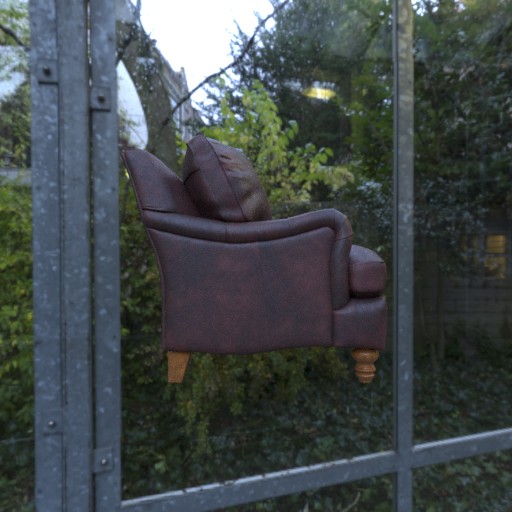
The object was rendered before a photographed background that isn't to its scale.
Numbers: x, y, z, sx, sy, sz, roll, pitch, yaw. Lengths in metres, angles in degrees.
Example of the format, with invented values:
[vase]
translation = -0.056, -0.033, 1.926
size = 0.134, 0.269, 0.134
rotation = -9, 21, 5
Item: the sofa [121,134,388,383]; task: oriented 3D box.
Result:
[sofa]
translation = 0.000, 0.000, 2.884
size = 1.147, 1.071, 2.144
rotation = 0, 0, 0
